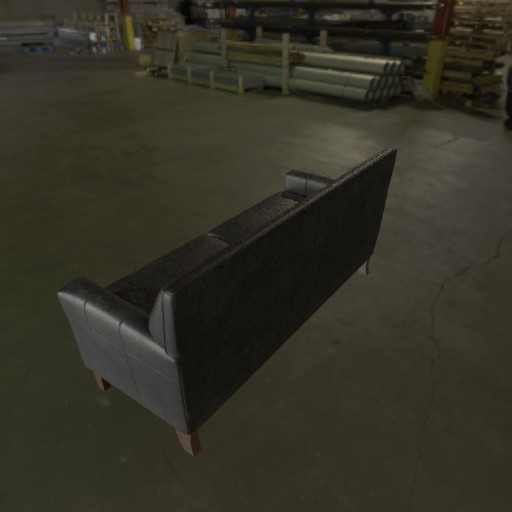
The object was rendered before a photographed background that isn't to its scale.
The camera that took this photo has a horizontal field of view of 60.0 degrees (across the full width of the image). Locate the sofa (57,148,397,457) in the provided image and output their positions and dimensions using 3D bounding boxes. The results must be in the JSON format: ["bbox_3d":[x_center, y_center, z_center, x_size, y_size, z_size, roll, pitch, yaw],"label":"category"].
[{"bbox_3d":[0.000,0.000,2.602,0.805,0.947,2.053,20,36,31],"label":"sofa"}]
